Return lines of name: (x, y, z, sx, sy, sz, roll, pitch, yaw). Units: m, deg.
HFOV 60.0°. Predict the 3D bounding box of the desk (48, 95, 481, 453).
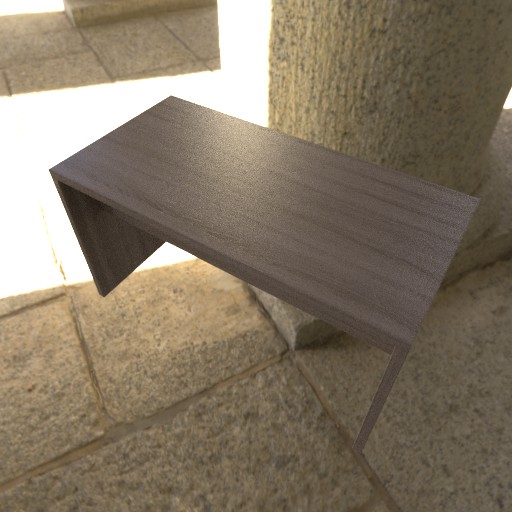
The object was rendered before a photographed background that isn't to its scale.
desk: (0.000, 0.000, 1.842, 1.380, 0.745, 0.690, 25, 51, 22)
